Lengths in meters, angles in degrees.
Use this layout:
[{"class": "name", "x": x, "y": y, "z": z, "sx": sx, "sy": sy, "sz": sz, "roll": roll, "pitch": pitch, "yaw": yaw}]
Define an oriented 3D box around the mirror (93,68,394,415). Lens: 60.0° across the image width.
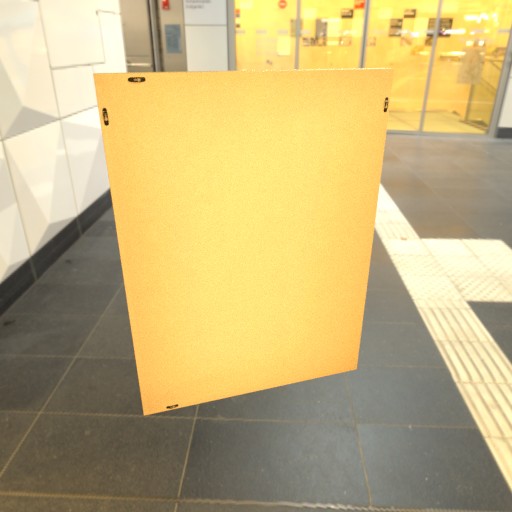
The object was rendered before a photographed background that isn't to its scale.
[{"class": "mirror", "x": 0.000, "y": 0.000, "z": 1.315, "sx": 0.762, "sy": 1.016, "sz": 0.040, "roll": -8, "pitch": 27, "yaw": -15}]
